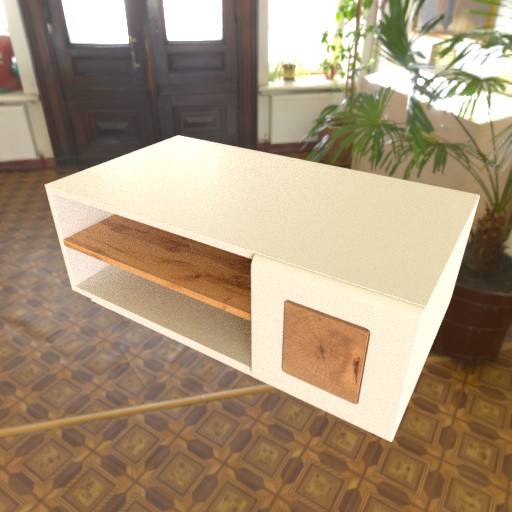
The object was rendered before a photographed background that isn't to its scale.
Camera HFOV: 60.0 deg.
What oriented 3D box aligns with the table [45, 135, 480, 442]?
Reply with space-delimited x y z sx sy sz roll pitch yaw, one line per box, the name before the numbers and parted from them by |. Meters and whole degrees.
table | 0.000 0.000 1.381 1.097 0.442 0.639 18 36 27
